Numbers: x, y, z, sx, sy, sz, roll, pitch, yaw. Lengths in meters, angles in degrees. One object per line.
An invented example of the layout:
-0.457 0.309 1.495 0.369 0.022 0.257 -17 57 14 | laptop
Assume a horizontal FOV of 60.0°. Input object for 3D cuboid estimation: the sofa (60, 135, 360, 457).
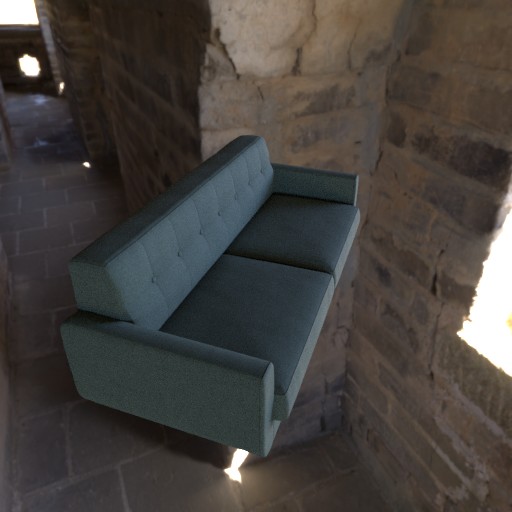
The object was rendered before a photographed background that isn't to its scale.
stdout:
0.000 0.000 2.478 0.909 0.841 2.029 11 33 17 | sofa
